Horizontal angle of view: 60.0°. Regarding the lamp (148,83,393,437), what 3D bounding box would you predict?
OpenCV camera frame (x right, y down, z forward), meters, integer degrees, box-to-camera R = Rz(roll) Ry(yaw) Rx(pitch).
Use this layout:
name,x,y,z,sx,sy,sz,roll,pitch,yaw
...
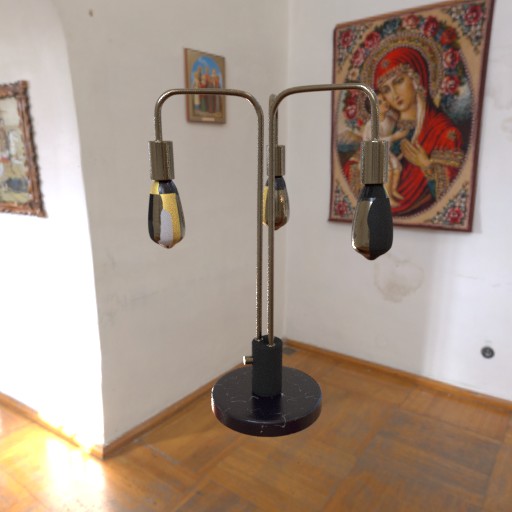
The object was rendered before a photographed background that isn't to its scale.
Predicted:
name,x,y,z,sx,sy,sz,roll,pitch,yaw
lamp,0.000,0.000,0.797,0.368,0.560,0.355,-2,14,-8
